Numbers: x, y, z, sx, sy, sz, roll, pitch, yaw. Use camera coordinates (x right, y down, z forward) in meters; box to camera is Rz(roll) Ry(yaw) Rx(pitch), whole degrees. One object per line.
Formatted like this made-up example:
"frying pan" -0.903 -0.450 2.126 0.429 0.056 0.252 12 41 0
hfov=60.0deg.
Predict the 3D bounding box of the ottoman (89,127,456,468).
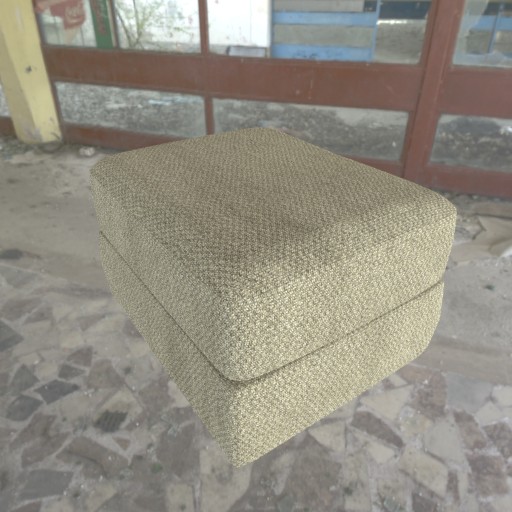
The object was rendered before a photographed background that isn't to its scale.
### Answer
"ottoman" 0.000 0.000 1.135 0.603 0.476 0.751 -20 37 -29
